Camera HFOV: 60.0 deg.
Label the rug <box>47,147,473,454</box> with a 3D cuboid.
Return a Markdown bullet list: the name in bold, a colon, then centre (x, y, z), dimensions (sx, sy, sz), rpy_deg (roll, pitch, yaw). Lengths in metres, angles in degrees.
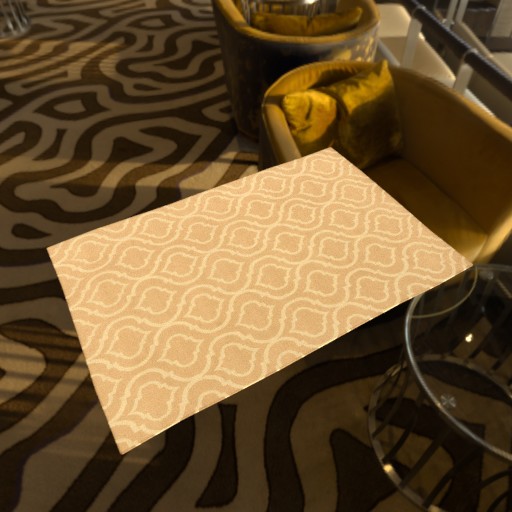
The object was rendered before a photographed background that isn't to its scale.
- **rug**: centre (0.000, 0.000, 2.162), dimensions (1.761, 0.013, 1.152), rpy_deg (-23, 52, -20)
